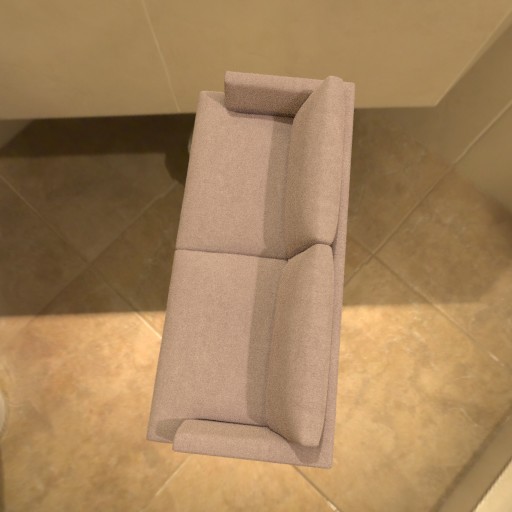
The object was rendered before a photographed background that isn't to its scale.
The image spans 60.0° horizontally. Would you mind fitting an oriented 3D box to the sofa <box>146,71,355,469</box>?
[{"bbox_3d":[0.000,0.000,2.718,1.020,0.868,2.250,6,76,1],"label":"sofa"}]
